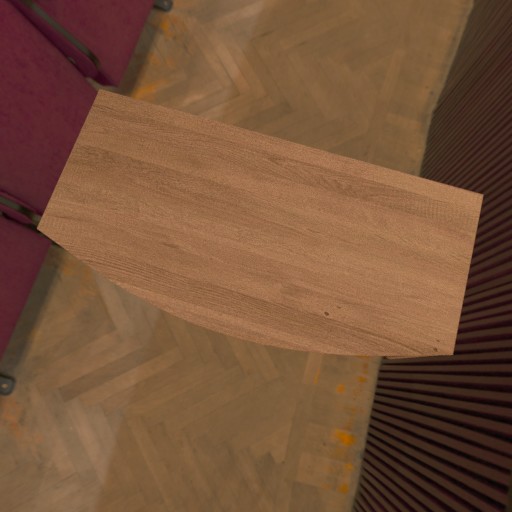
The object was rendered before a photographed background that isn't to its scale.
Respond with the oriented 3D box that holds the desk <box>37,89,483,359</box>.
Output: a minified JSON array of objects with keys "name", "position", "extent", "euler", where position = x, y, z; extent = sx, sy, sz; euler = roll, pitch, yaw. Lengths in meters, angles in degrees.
[{"name":"desk","position":[0.000,0.000,2.046],"extent":[1.600,0.752,0.802],"euler":[17,76,4]}]
